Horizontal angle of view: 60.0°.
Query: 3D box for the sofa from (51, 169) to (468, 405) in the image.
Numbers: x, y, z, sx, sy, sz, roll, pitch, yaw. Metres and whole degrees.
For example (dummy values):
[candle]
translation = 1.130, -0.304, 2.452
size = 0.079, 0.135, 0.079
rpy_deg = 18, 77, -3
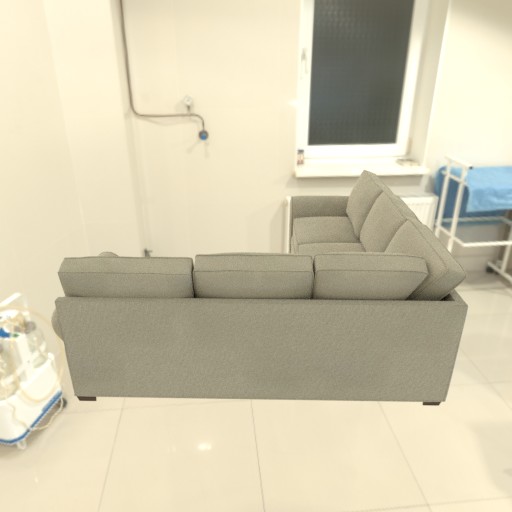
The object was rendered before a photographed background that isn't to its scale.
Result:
[sofa]
translation = 0.000, 0.000, 3.866
size = 2.562, 1.053, 2.487
rpy_deg = 1, 25, 1
